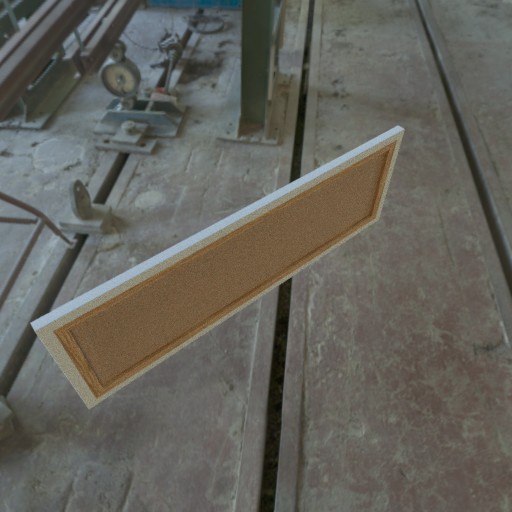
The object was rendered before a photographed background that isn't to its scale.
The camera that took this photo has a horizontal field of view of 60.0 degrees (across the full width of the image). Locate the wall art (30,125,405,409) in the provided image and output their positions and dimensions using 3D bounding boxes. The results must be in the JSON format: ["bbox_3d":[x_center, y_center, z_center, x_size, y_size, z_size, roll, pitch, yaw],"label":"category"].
[{"bbox_3d":[0.000,0.000,1.680,1.520,0.507,0.039,-31,55,-25],"label":"wall art"}]
